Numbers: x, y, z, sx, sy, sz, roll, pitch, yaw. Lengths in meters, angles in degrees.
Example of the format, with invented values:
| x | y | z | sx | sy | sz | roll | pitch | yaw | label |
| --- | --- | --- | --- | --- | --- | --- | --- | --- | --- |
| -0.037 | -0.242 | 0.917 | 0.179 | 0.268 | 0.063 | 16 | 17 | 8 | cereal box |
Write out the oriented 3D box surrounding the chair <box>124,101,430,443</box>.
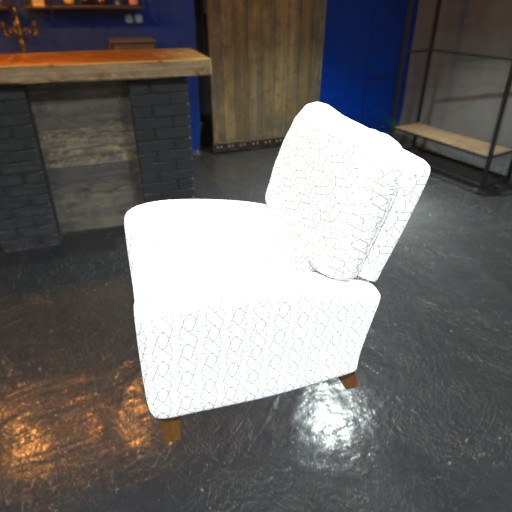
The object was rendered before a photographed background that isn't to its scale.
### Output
| x | y | z | sx | sy | sz | roll | pitch | yaw | label |
| --- | --- | --- | --- | --- | --- | --- | --- | --- | --- |
| 0.000 | 0.000 | 1.782 | 0.995 | 1.064 | 0.796 | -9 | 32 | -14 | chair |
